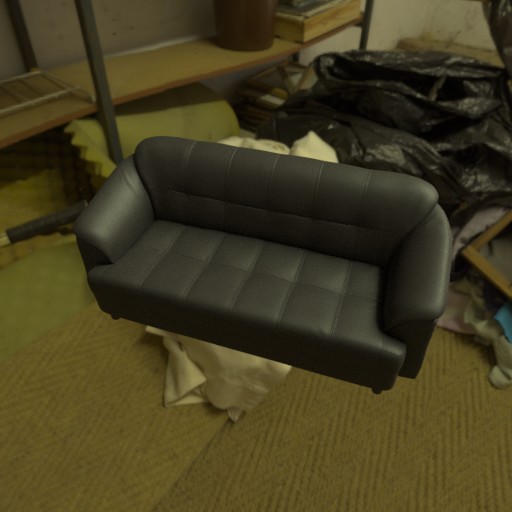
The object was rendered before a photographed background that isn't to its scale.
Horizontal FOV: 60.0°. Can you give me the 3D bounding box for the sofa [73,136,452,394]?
[{"bbox_3d":[0.000,0.000,2.312,1.829,0.811,0.800,13,42,14],"label":"sofa"}]
